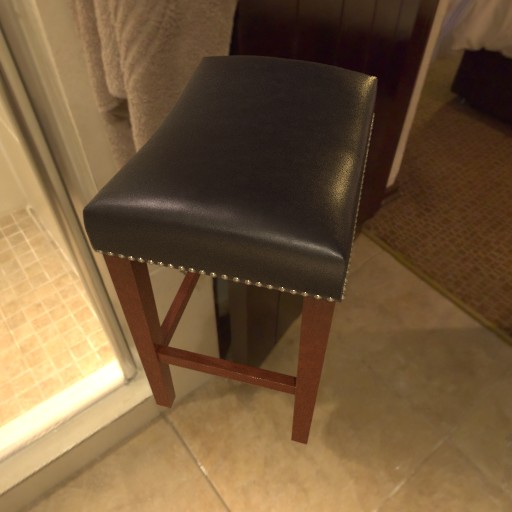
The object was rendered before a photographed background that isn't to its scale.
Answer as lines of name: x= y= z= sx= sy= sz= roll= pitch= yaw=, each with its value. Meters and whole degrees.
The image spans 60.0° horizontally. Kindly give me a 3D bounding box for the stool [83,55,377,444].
stool: x=0.000 y=0.000 z=0.942 sx=0.372 sy=0.654 sz=0.504 roll=11 pitch=49 yaw=10
